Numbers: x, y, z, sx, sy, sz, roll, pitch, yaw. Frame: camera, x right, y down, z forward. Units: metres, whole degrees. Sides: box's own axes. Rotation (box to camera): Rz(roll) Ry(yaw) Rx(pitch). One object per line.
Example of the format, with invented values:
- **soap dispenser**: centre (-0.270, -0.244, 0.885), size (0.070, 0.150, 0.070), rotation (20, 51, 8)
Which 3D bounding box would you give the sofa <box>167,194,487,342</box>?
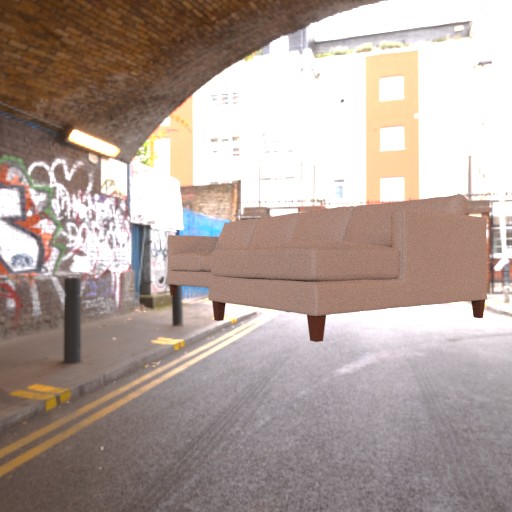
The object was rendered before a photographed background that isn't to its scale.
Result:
- **sofa**: centre (0.000, 0.000, 3.832), size (1.625, 0.861, 3.186), rotation (0, -1, -36)
